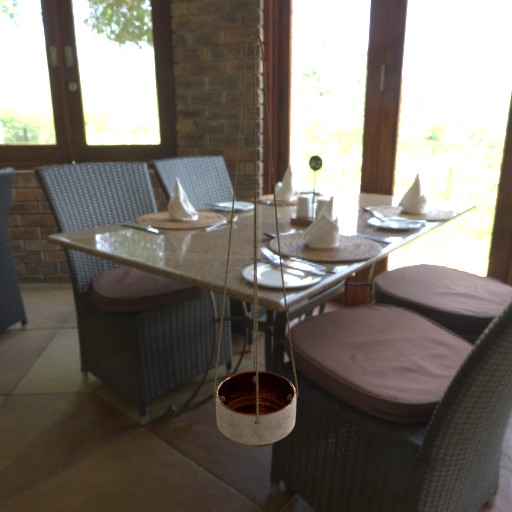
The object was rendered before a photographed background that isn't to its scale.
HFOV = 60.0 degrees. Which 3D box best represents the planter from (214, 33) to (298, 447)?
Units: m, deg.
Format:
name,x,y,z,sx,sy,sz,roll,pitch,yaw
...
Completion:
name,x,y,z,sx,sy,sz,roll,pitch,yaw
planter,0.000,0.000,1.131,0.223,1.030,0.223,14,21,42
